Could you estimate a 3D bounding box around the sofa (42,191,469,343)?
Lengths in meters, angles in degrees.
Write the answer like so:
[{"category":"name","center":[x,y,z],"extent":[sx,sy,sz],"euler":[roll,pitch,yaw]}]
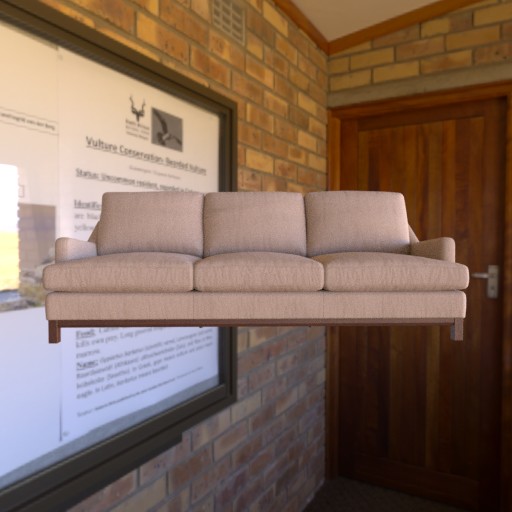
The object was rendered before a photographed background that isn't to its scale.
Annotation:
[{"category":"sofa","center":[0.000,0.000,2.869],"extent":[2.321,0.913,1.000],"euler":[0,2,-2]}]
